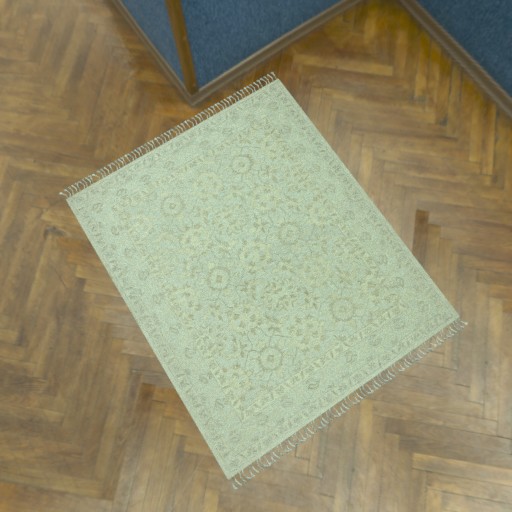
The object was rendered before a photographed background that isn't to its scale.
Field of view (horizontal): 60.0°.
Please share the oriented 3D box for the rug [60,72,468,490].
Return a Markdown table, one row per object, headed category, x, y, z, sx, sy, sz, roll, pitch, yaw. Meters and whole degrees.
| category | x | y | z | sx | sy | sz | roll | pitch | yaw |
| --- | --- | --- | --- | --- | --- | --- | --- | --- | --- |
| rug | 0.000 | 0.000 | 3.996 | 2.444 | 0.013 | 3.043 | -32 | 78 | -8 |
